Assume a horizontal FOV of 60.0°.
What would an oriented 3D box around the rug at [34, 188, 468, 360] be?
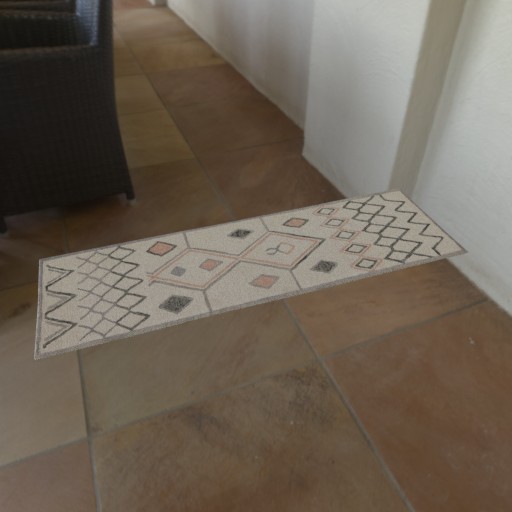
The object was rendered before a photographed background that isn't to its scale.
[{"bbox_3d":[0.000,0.000,2.632,2.435,0.011,0.750,-12,42,-14],"label":"rug"}]
